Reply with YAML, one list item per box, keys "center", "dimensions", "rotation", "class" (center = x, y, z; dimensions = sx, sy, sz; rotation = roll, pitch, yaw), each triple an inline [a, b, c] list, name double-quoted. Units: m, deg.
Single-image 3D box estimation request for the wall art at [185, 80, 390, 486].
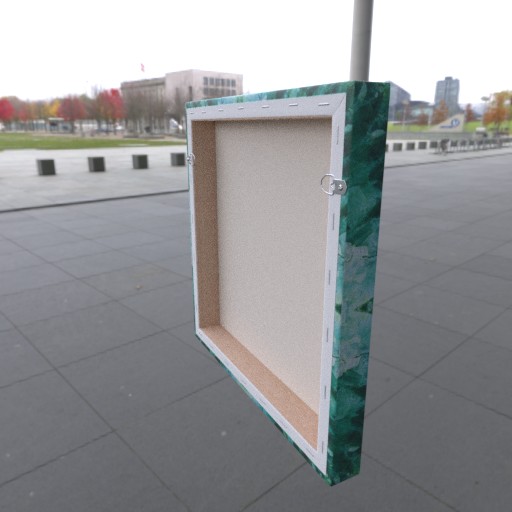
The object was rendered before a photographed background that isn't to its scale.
- center: [0.000, 0.000, 0.458]
  dimensions: [0.033, 0.313, 0.313]
  rotation: [-9, 18, -27]
  class: "wall art"
